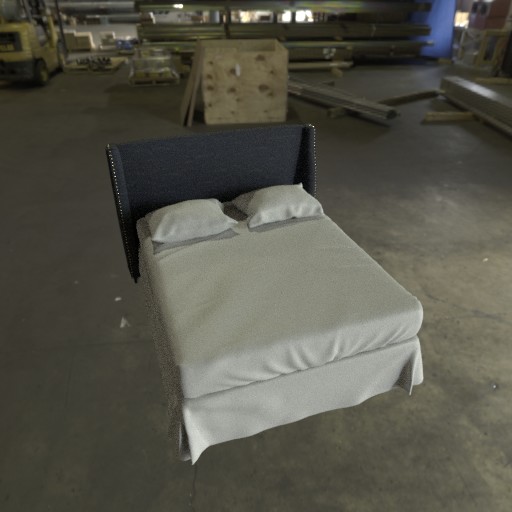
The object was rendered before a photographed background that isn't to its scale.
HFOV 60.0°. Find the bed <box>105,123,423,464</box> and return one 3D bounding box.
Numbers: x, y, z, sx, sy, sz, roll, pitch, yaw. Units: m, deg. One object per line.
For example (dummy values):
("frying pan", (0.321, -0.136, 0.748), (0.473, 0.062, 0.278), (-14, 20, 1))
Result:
("bed", (0.000, 0.000, 3.459), (1.925, 1.332, 2.276), (-11, 34, -16))
